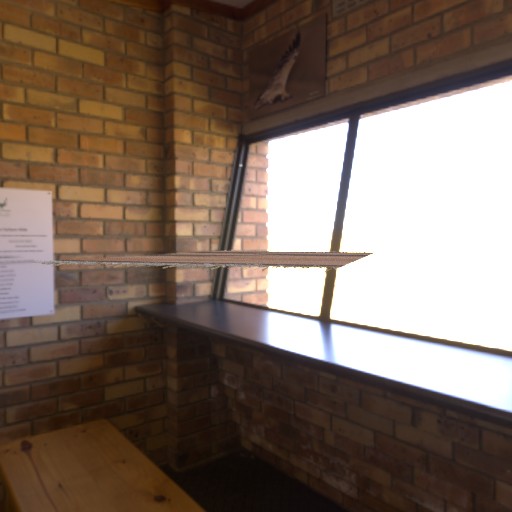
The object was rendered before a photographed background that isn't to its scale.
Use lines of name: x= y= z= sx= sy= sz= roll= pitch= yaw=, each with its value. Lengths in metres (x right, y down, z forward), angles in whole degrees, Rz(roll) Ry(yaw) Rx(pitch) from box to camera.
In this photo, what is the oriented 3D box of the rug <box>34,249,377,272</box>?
rug: x=0.000 y=0.000 z=2.538 sx=1.224 sy=0.027 sz=2.021 roll=1 pitch=2 yaw=19
